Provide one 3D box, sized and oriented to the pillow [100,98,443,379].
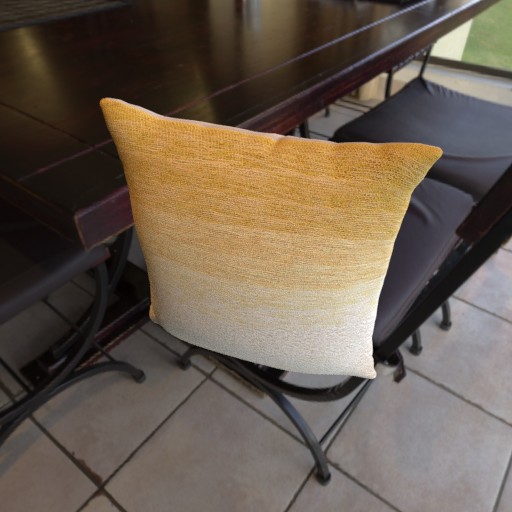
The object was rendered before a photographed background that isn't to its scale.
[{"bbox_3d":[0.000,0.000,0.699,0.450,0.450,0.211,12,42,14],"label":"pillow"}]
